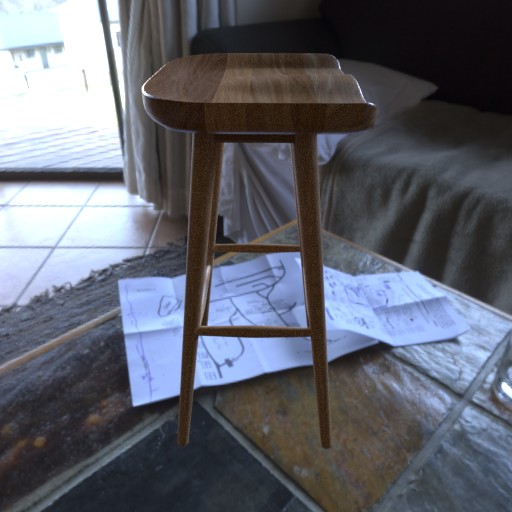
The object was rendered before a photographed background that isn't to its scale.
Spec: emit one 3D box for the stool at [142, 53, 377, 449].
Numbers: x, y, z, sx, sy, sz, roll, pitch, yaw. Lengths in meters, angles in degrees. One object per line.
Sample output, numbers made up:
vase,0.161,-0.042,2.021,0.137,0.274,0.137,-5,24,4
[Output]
stool,0.000,0.000,0.898,0.322,0.698,0.407,1,32,1
